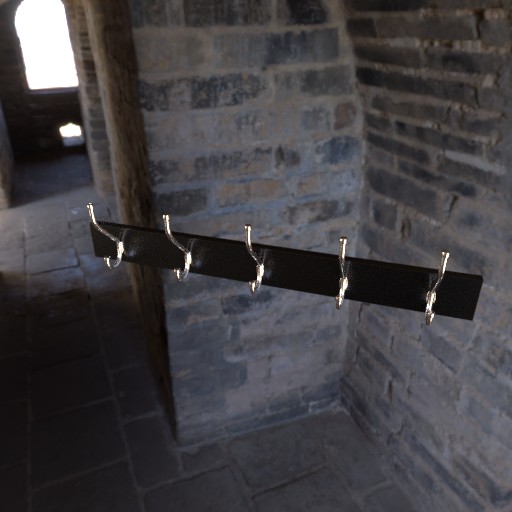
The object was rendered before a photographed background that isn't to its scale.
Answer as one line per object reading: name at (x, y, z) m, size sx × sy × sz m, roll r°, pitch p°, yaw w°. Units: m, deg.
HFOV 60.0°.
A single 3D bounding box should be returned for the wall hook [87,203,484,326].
wall hook at (0.000, 0.000, 0.604) m, size 0.571 × 0.117 × 0.071 m, roll 9°, pitch 28°, yaw 16°
